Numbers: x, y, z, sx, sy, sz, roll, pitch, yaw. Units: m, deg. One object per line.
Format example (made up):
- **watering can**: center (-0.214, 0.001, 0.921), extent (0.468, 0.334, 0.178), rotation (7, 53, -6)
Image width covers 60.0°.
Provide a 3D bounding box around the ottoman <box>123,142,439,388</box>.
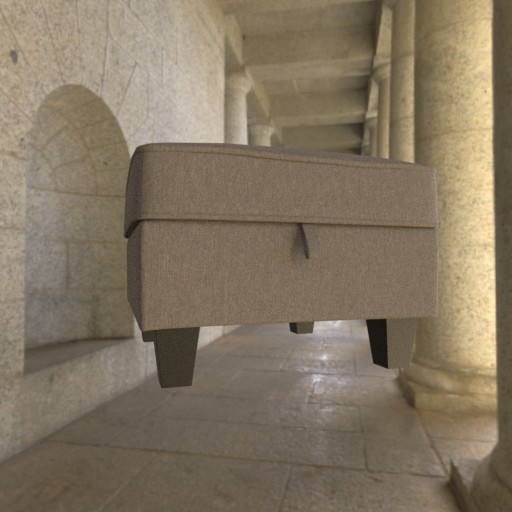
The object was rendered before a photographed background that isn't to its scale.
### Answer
- **ottoman**: center (0.000, 0.000, 1.425), extent (0.808, 0.612, 0.871), rotation (0, -1, -18)
